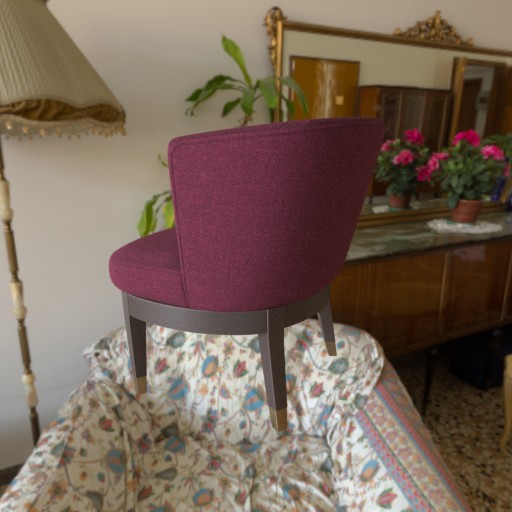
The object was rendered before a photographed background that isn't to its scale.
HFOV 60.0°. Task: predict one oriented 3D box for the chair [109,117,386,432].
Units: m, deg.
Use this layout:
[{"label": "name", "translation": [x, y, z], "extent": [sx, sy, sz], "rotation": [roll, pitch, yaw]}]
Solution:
[{"label": "chair", "translation": [0.000, 0.000, 1.293], "extent": [0.660, 0.760, 0.700], "rotation": [7, 17, 26]}]
